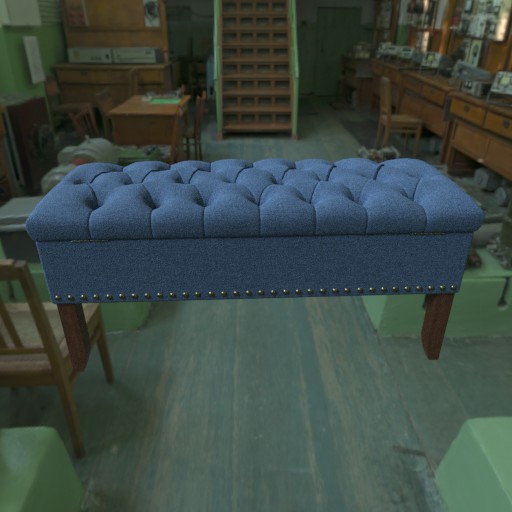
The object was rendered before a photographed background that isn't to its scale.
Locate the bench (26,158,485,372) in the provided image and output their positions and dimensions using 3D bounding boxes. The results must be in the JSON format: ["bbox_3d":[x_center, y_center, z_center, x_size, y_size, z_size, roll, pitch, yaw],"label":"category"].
[{"bbox_3d":[0.000,0.000,1.278,1.052,0.492,0.417,-1,28,-2],"label":"bench"}]
